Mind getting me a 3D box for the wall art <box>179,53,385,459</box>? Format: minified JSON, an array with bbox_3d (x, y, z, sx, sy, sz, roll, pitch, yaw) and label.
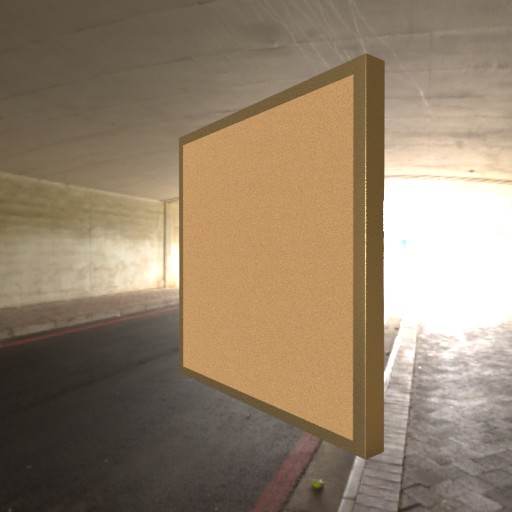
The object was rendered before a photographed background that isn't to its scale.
[{"bbox_3d":[0.000,0.000,0.461,0.023,0.305,0.305,0,0,-37],"label":"wall art"}]
